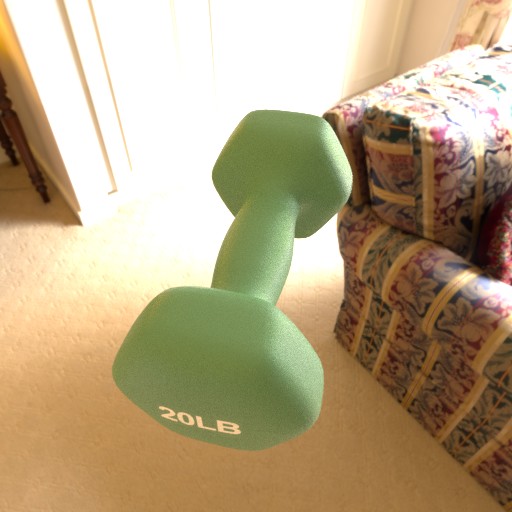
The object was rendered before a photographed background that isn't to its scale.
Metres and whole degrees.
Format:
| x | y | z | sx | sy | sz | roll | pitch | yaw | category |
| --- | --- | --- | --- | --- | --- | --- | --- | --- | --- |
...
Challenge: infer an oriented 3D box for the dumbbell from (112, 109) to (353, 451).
| x | y | z | sx | sy | sz | roll | pitch | yaw | category |
| --- | --- | --- | --- | --- | --- | --- | --- | --- | --- |
| 0.000 | 0.000 | 0.327 | 0.126 | 0.114 | 0.257 | 10 | 48 | 9 | dumbbell |
